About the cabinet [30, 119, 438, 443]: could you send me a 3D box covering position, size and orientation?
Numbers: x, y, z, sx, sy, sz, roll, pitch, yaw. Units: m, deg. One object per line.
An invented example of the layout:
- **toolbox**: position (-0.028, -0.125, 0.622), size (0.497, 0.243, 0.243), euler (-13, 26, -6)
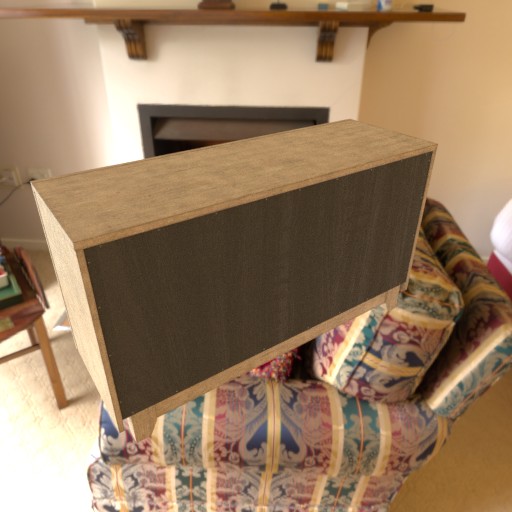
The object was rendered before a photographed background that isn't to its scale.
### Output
- **cabinet**: position (0.000, 0.000, 1.848), size (1.460, 0.825, 0.511), euler (-20, 36, -29)
